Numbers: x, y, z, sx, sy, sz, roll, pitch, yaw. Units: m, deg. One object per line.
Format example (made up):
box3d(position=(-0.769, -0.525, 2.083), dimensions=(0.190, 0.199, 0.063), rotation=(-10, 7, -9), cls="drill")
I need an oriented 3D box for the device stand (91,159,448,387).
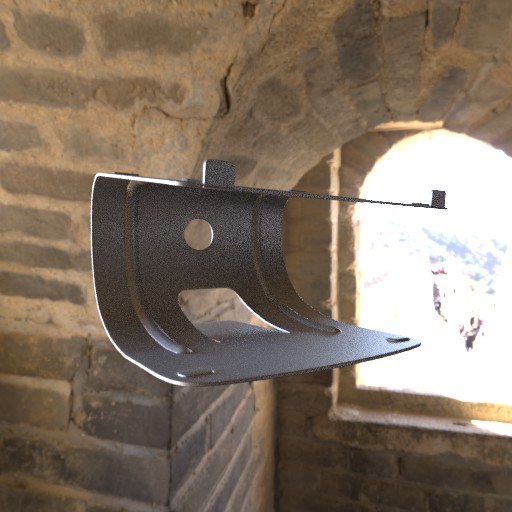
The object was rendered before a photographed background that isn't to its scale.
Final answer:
box3d(position=(0.000, 0.000, 0.407), dimensions=(0.256, 0.155, 0.236), rotation=(0, 0, -34), cls="device stand")
